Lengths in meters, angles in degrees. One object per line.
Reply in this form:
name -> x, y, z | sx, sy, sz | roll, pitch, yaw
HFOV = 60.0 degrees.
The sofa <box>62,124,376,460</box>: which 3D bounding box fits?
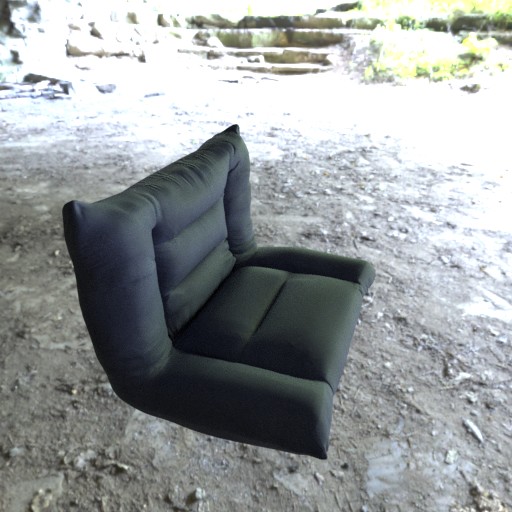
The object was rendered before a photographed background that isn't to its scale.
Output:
sofa -> 0.000, 0.000, 1.694 | 0.849, 0.778, 1.122 | 10, 31, 18
